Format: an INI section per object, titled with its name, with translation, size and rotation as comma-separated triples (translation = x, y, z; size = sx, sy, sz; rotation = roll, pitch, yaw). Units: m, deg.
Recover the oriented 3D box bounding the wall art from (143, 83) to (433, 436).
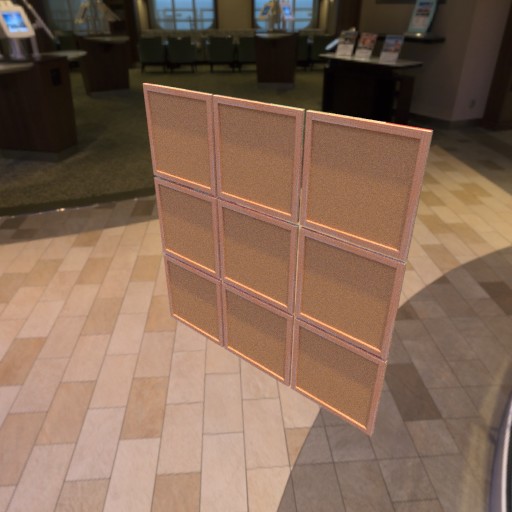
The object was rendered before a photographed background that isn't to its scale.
[wall art]
translation = 0.000, 0.000, 1.361
size = 0.911, 0.910, 0.012
rotation = 23, 37, 34
